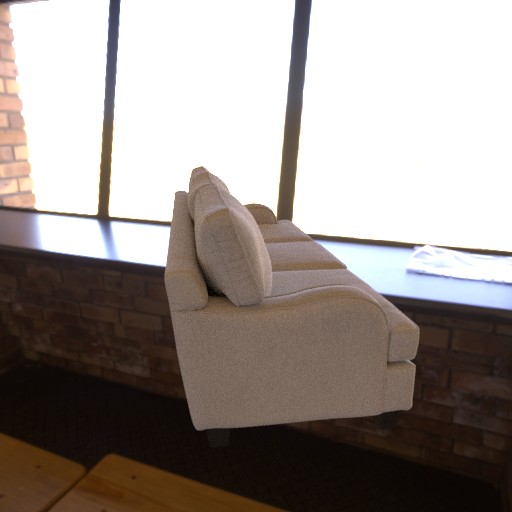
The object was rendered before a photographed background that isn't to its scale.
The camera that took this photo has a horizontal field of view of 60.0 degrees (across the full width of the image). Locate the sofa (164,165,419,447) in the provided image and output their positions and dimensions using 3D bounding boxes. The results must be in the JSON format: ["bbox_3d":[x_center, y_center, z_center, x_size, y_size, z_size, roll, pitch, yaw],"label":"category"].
[{"bbox_3d":[0.000,0.000,2.776,1.016,0.991,2.323,-2,16,-9],"label":"sofa"}]
